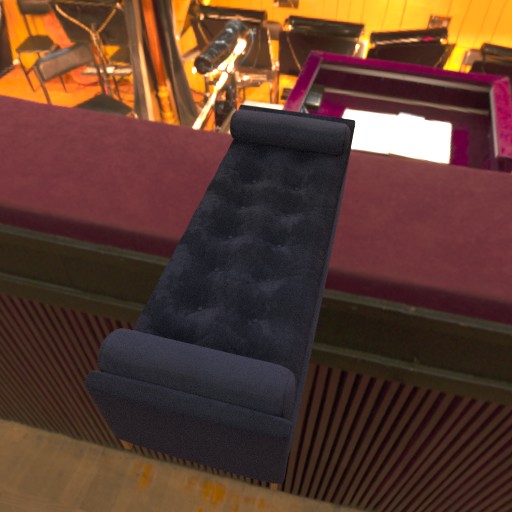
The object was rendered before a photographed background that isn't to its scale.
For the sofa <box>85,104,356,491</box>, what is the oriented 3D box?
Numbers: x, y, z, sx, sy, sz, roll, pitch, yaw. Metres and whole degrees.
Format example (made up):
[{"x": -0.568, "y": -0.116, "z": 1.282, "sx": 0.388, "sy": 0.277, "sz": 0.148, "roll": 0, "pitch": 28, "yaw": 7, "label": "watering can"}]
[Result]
[{"x": 0.000, "y": 0.000, "z": 2.439, "sx": 0.796, "sy": 0.705, "sz": 2.102, "roll": 11, "pitch": 49, "yaw": 10, "label": "sofa"}]
